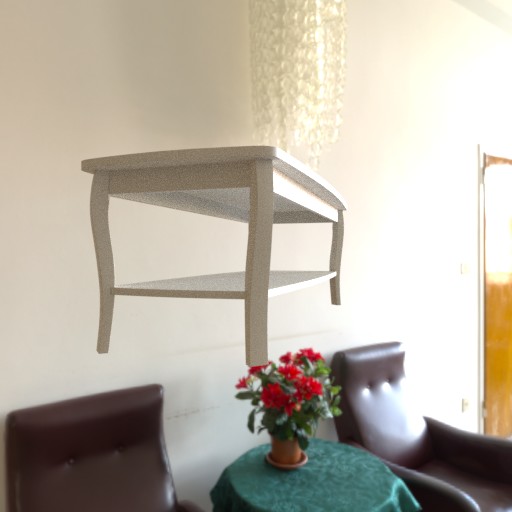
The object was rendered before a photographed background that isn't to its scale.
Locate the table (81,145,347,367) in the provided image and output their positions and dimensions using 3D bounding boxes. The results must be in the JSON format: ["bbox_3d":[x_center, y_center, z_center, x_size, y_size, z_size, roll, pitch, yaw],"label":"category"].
[{"bbox_3d":[0.000,0.000,1.618,0.561,0.474,1.334,0,0,18],"label":"table"}]
